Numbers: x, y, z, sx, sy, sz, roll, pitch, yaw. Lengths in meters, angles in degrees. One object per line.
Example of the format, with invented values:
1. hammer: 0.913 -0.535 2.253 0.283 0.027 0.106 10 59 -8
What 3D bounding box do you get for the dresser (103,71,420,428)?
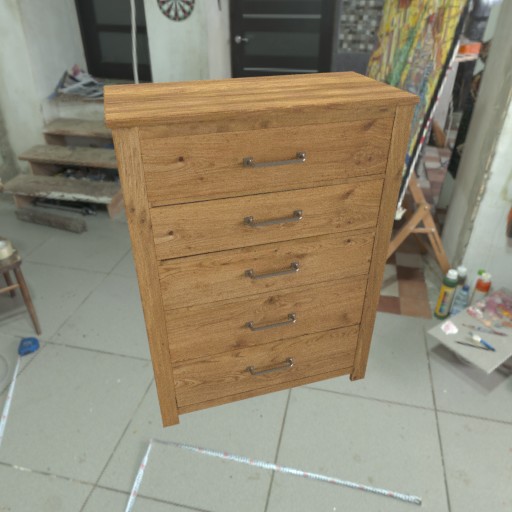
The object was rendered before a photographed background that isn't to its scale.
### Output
1. dresser: 0.000 0.000 2.017 1.081 1.431 0.558 -9 33 -14
